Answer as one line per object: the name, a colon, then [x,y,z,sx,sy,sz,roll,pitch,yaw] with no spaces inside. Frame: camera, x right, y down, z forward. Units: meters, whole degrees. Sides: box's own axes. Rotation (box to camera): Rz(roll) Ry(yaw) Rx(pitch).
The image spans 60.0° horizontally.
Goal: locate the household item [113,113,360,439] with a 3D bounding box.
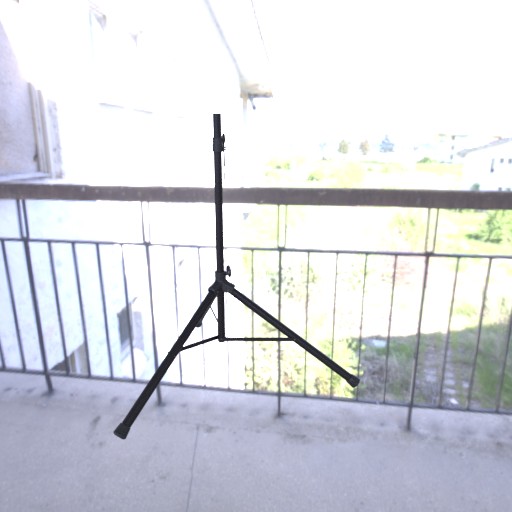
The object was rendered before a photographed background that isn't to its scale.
household item: [0.000,0.000,1.848,0.907,1.136,1.045,3,15,10]
